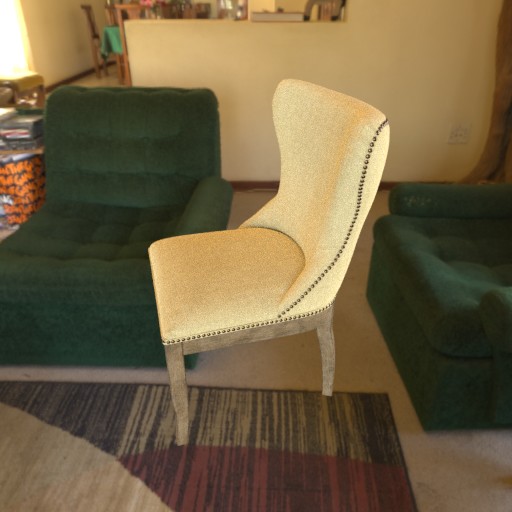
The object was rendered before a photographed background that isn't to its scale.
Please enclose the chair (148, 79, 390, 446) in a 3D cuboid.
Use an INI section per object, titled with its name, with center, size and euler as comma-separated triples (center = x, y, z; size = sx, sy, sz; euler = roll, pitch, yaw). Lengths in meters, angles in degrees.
[chair]
center = 0.000, 0.000, 1.465
size = 0.681, 1.002, 0.654
euler = -8, 31, -14
